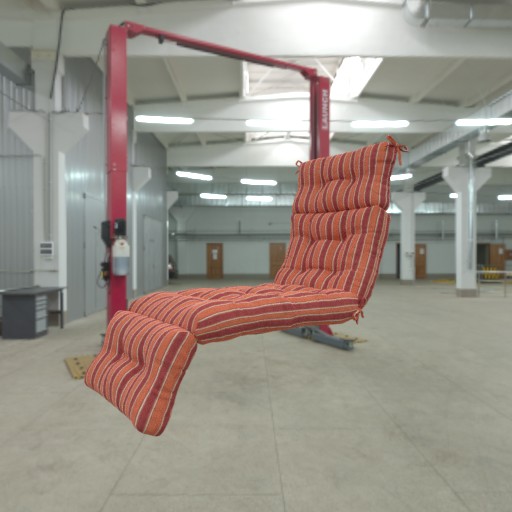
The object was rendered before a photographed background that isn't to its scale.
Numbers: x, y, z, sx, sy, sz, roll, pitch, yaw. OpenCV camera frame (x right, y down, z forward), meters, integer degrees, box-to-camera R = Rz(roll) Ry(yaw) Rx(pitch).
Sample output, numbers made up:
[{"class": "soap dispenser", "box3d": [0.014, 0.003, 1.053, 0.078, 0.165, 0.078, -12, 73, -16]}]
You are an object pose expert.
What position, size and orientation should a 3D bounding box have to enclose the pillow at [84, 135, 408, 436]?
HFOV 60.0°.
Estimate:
[{"class": "pillow", "box3d": [0.000, 0.000, 1.509, 1.016, 0.863, 0.526, 0, 0, -36]}]
